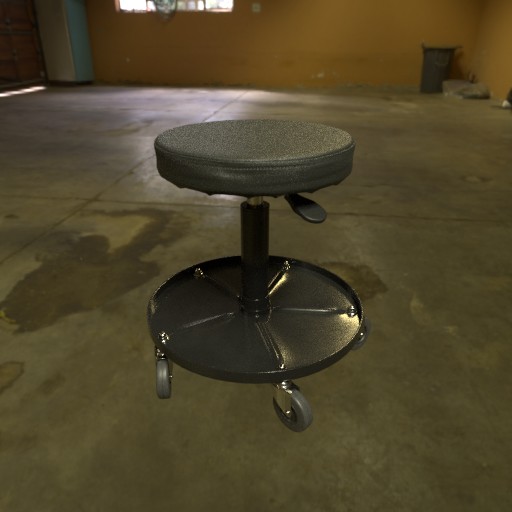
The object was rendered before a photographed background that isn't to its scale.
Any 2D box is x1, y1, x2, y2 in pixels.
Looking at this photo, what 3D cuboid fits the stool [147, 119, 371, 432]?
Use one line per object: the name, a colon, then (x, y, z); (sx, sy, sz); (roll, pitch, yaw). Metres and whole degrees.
stool: (0.000, 0.000, 0.680); (0.381, 0.365, 0.382); (-18, 31, -32)
